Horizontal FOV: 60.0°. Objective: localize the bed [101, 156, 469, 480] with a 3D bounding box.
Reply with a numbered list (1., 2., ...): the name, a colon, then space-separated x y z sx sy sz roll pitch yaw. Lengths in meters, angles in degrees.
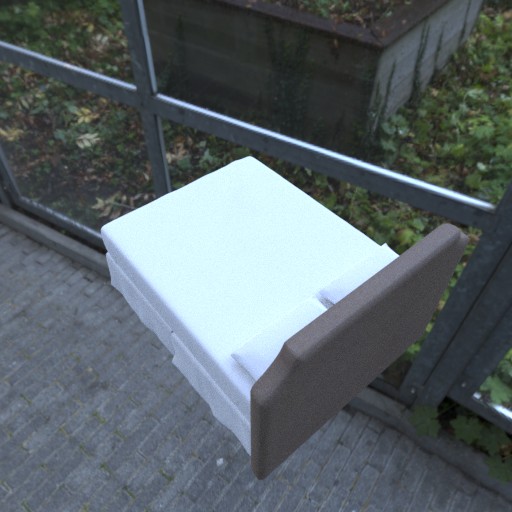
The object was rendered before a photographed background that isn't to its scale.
1. bed: 0.000 0.000 3.221 1.693 1.290 2.116 -31 54 -26
